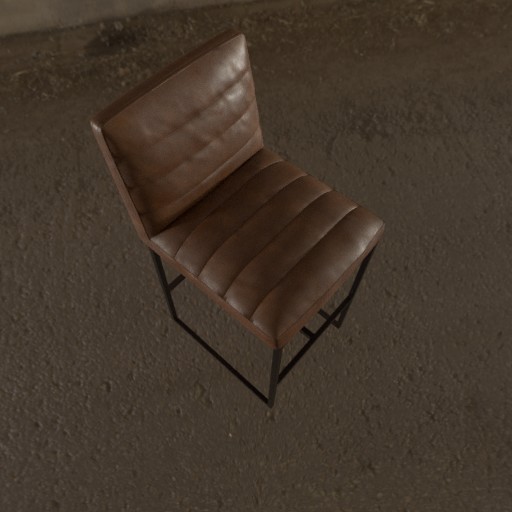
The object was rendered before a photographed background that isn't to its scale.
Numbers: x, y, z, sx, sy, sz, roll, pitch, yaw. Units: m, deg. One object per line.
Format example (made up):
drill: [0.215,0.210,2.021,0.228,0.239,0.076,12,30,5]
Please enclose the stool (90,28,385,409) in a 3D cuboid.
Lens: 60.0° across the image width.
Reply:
stool: [0.000,0.000,1.353,0.562,1.065,0.463,38,66,20]
